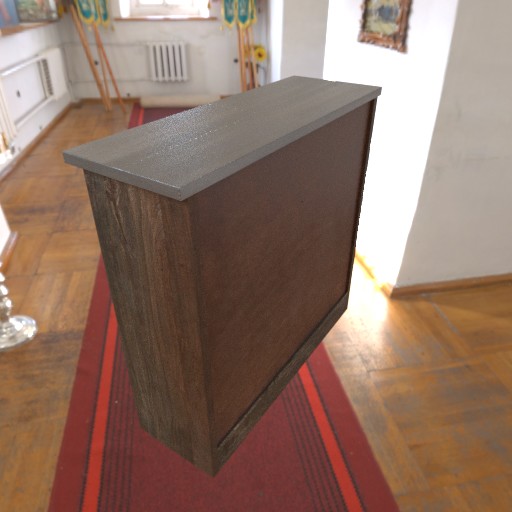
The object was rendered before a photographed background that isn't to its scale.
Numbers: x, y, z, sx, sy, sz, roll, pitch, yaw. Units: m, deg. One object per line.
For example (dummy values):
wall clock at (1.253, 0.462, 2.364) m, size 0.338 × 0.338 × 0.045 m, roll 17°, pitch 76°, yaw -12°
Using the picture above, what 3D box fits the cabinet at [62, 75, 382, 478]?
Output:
cabinet at (0.000, 0.000, 1.435) m, size 0.338 × 0.919 × 0.968 m, roll 20°, pitch 38°, yaw 28°
